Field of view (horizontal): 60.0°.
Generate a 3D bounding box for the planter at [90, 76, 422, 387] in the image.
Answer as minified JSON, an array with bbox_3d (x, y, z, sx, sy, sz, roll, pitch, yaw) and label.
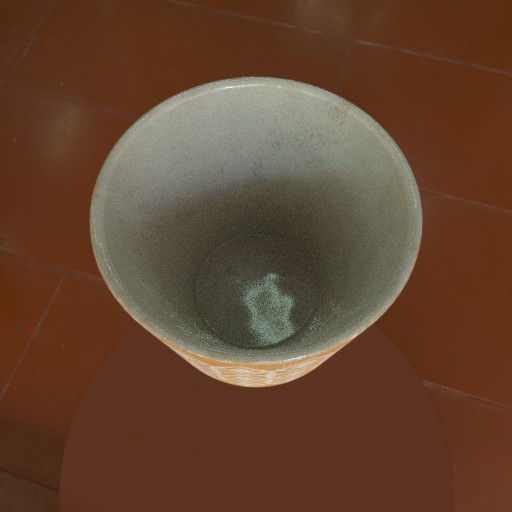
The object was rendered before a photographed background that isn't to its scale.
[{"bbox_3d":[0.000,0.000,0.333,0.193,0.165,0.193,0,65,0],"label":"planter"}]
